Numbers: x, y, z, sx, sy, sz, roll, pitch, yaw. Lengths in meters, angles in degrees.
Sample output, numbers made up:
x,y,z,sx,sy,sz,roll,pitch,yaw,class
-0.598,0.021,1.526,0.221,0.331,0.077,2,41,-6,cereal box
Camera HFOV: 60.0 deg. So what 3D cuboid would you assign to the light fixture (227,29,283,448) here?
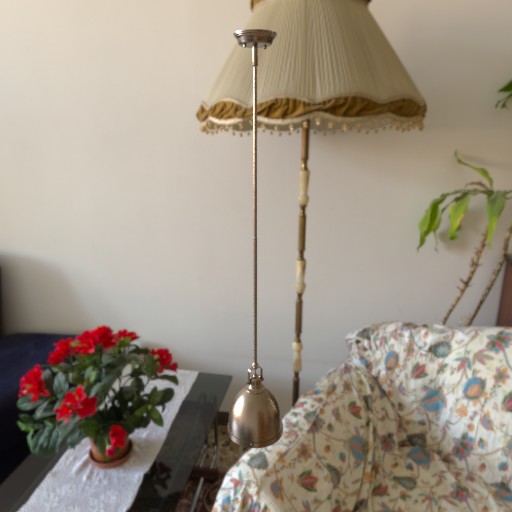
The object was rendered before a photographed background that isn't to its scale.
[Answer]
x,y,z,sx,sy,sz,roll,pitch,yaw,class
0.000,0.000,1.500,0.217,1.367,0.211,-8,18,-26,light fixture
